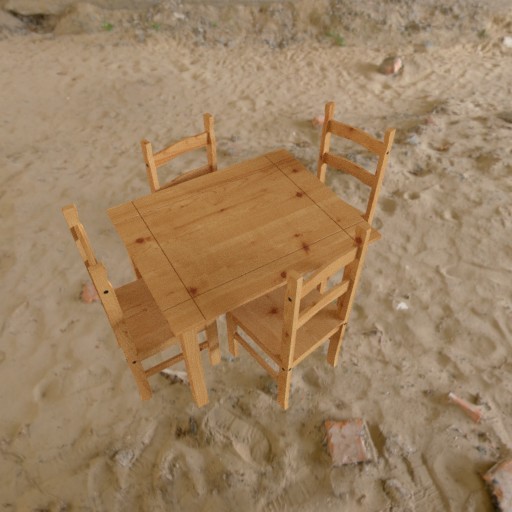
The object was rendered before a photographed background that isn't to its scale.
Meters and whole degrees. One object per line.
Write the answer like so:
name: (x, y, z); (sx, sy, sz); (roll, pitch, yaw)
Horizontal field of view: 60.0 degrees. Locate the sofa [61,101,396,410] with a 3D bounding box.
sofa: (0.000, 0.000, 2.227); (1.529, 1.000, 1.144); (-24, 52, -20)
